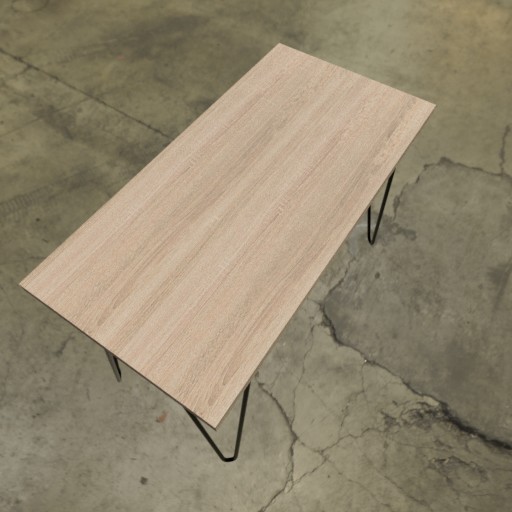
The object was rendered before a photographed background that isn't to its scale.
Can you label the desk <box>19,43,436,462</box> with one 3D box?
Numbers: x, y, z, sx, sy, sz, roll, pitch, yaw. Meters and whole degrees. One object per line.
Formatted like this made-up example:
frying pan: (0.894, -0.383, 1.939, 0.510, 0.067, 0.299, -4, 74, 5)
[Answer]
desk: (0.000, 0.000, 1.326, 0.499, 0.660, 0.991, 30, 63, 17)
